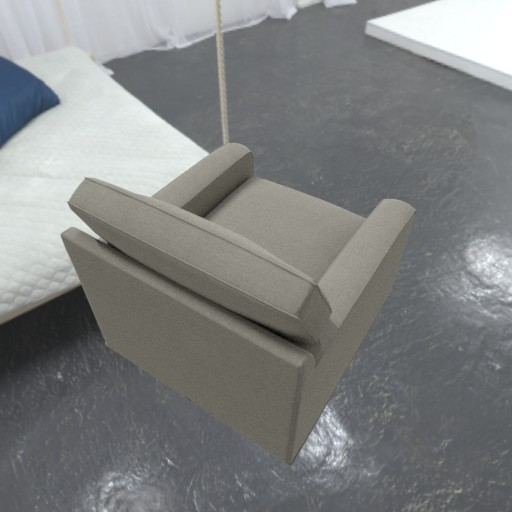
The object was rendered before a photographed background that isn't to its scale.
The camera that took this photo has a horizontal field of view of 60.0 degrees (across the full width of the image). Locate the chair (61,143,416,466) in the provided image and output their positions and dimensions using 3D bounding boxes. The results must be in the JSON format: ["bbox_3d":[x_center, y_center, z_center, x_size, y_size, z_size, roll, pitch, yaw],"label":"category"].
[{"bbox_3d":[0.000,0.000,1.873,0.999,0.934,1.044,25,50,23],"label":"chair"}]
